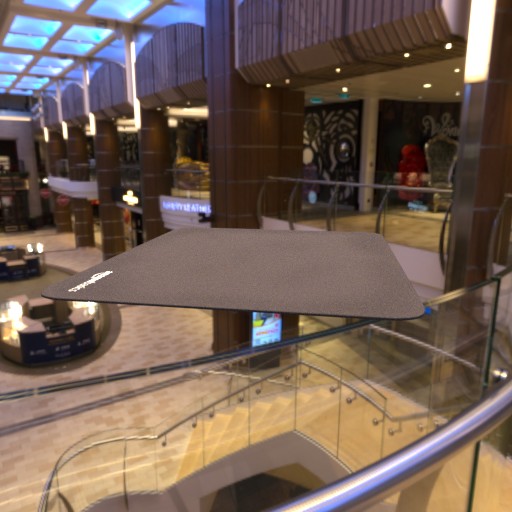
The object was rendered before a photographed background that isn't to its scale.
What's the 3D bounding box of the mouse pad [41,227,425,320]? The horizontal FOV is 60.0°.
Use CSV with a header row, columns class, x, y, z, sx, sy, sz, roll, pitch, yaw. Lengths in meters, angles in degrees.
class,x,y,z,sx,sy,sz,roll,pitch,yaw
mouse pad,0.000,0.000,0.437,0.269,0.002,0.315,2,13,10
